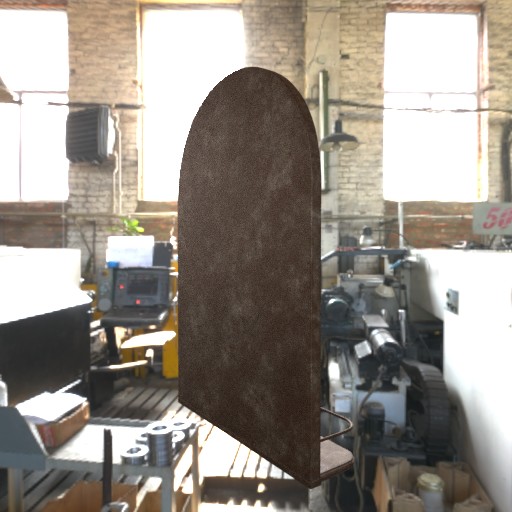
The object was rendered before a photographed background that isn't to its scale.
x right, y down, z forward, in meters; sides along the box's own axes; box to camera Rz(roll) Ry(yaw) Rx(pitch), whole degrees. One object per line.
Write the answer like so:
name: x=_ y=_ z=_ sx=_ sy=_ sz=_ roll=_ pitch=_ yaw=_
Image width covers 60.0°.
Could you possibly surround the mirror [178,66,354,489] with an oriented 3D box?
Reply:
mirror: x=0.000 y=0.000 z=0.979 sx=0.137 sy=0.770 sz=0.510 roll=-1 pitch=2 yaw=-35
